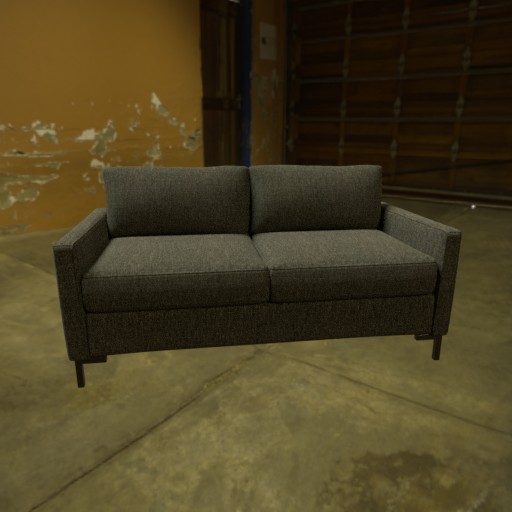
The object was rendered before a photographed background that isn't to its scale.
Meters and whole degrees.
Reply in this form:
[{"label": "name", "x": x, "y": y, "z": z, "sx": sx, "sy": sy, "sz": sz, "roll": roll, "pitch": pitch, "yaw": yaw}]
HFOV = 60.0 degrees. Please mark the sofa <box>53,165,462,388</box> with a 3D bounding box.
[{"label": "sofa", "x": 0.000, "y": 0.000, "z": 2.238, "sx": 1.716, "sy": 0.862, "sz": 0.866, "roll": -2, "pitch": 16, "yaw": -8}]
